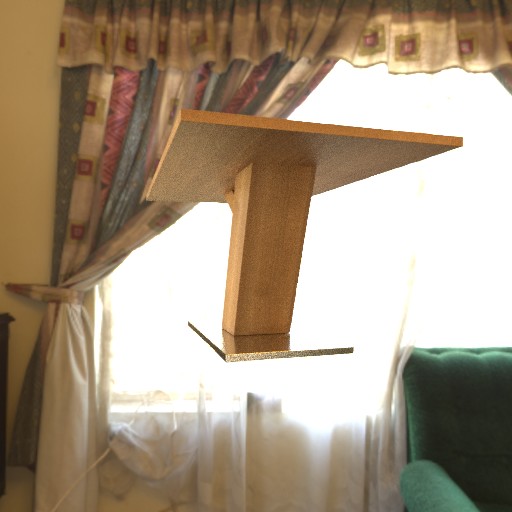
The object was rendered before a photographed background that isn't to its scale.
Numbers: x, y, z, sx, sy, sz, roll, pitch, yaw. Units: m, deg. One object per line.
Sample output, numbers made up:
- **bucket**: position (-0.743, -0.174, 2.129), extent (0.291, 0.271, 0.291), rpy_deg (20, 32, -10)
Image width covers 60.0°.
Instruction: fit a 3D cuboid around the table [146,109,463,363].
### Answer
- **table**: position (0.000, 0.000, 2.048), extent (0.900, 0.750, 1.600), rpy_deg (0, -1, -17)
